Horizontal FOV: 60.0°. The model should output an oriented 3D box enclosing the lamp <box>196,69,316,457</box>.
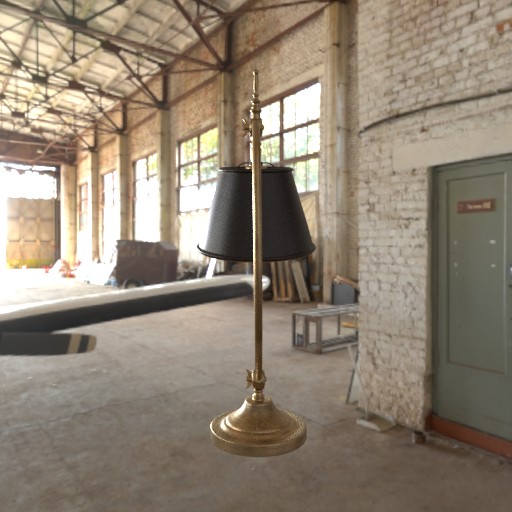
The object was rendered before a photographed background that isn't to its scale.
[{"bbox_3d":[0.000,0.000,0.817,0.235,0.675,0.344,0,1,0],"label":"lamp"}]
